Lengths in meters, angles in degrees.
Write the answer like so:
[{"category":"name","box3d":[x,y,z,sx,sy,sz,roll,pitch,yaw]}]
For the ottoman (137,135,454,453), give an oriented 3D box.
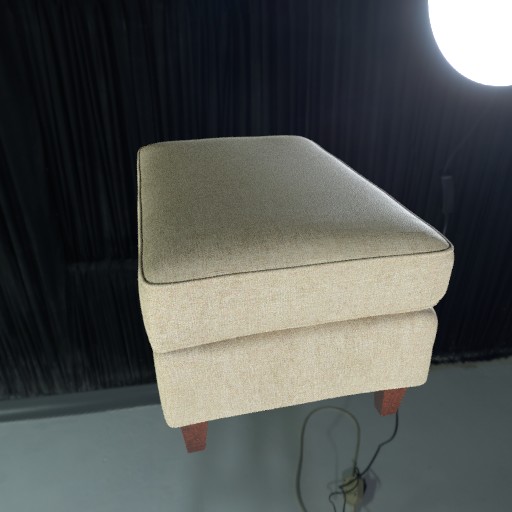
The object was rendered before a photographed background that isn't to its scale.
[{"category":"ottoman","box3d":[0.000,0.000,1.198,0.583,0.484,0.862,-7,29,-12]}]
